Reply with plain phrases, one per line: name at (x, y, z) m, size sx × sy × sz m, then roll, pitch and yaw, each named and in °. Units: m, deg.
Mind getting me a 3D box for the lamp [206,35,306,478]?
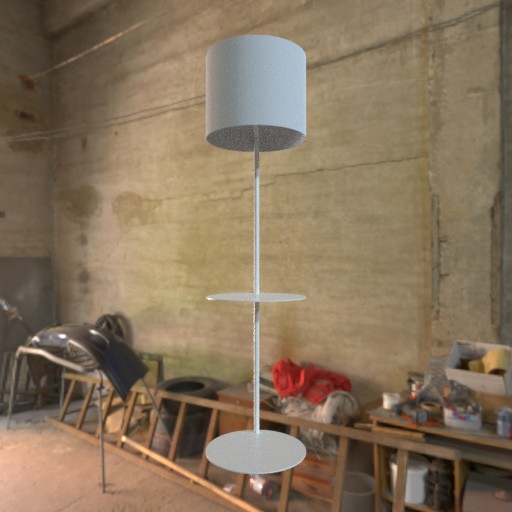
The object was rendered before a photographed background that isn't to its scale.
lamp at (0.000, 0.000, 1.663) m, size 0.372 × 1.465 × 0.405 m, roll 0°, pitch -1°, yaw 1°
